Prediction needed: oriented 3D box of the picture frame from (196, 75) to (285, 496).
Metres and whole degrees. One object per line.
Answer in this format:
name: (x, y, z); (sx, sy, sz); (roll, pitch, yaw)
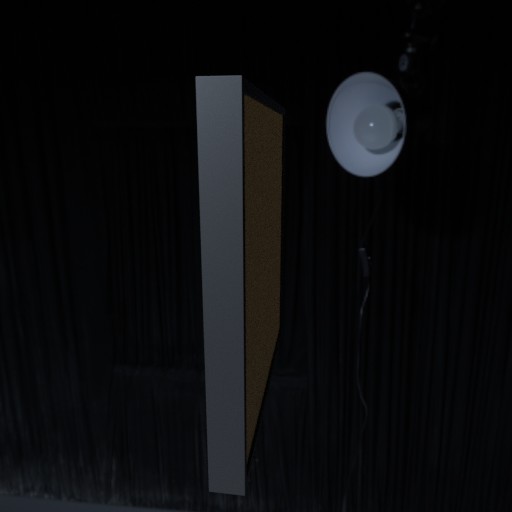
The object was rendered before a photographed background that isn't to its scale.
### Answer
picture frame: (0.000, 0.000, 0.472); (0.030, 0.317, 0.317); (2, 15, 8)
